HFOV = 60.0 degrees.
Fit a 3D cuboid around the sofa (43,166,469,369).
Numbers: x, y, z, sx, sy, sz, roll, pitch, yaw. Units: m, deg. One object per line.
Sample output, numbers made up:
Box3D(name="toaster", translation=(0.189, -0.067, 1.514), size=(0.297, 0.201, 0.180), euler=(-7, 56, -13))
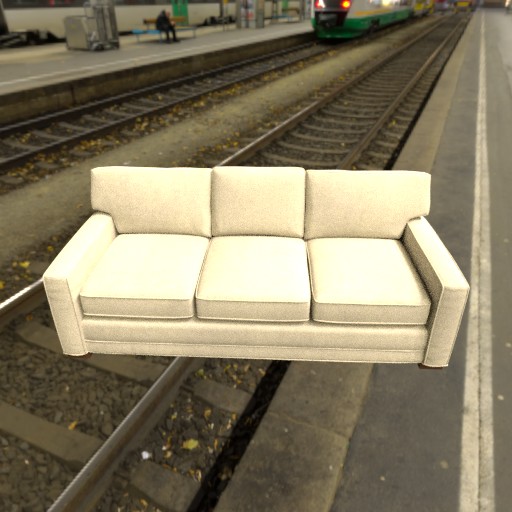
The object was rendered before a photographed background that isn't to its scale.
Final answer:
Box3D(name="sofa", translation=(0.000, 0.000, 2.596), size=(2.093, 0.862, 0.936), euler=(1, 30, 2))
